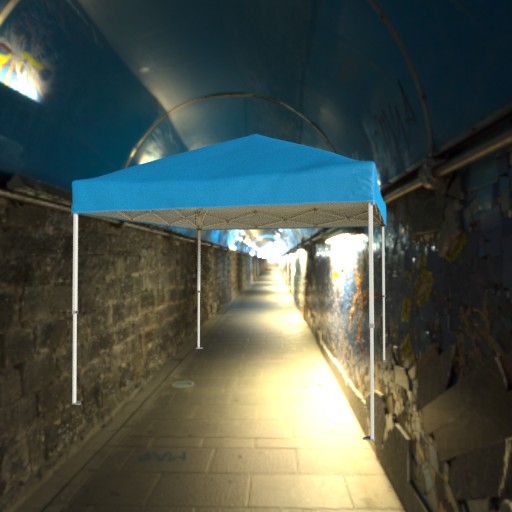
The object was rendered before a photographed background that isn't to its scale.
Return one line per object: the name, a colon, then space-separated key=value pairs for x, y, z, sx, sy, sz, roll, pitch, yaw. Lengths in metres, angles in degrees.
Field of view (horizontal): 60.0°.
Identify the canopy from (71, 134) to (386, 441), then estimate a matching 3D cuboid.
canopy: x=0.000 y=0.000 z=5.436 sx=2.996 sy=2.997 sz=2.998 roll=0 pitch=0 yaw=18
